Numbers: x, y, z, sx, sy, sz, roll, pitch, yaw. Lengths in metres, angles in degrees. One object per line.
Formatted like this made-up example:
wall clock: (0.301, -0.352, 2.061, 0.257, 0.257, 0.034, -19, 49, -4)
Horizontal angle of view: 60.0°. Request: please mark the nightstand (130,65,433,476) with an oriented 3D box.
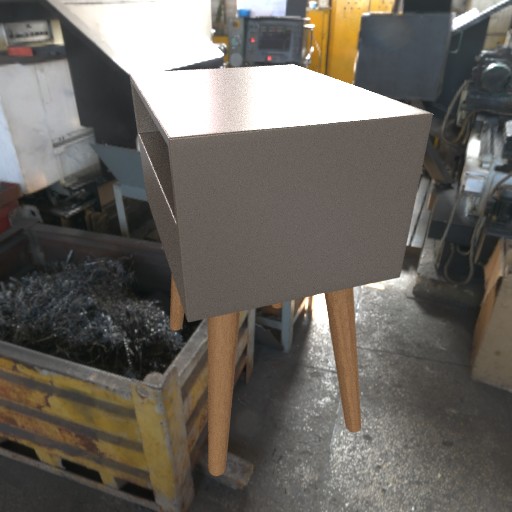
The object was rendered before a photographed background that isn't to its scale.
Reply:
nightstand: (0.000, 0.000, 0.709, 0.288, 0.508, 0.370, -10, 32, -16)
